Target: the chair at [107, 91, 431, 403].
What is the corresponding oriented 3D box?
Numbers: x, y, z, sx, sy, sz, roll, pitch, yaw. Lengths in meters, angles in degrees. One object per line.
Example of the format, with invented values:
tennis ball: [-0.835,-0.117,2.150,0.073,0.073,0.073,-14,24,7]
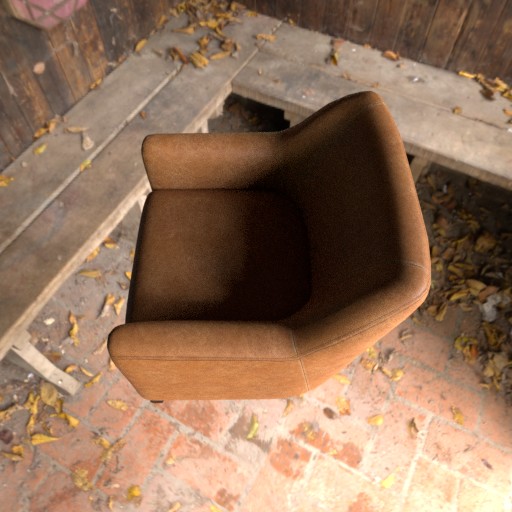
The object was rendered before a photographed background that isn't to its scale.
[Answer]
chair: [0.000,0.000,1.823,1.034,0.980,1.037,-1,58,0]
